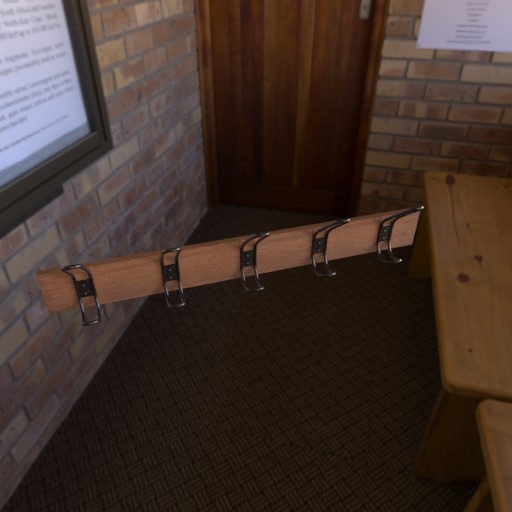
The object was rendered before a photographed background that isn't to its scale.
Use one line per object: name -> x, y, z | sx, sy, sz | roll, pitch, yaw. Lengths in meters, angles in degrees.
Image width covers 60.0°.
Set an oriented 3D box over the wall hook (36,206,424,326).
wall hook -> 0.000, 0.000, 0.602 | 0.554, 0.116, 0.076 | -10, 36, -15
